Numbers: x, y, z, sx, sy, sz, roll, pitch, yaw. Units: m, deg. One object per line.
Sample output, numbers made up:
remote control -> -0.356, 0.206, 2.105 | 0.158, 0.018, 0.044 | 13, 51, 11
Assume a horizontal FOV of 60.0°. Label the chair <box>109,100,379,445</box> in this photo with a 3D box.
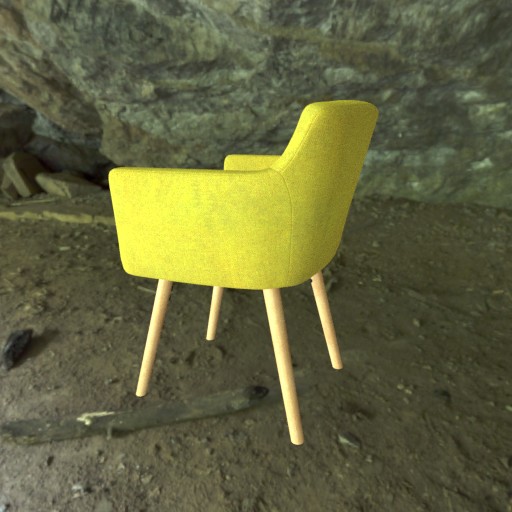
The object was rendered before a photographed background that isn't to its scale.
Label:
chair -> 0.000, 0.000, 1.196 | 0.570, 0.780, 0.570 | 7, 18, 24
